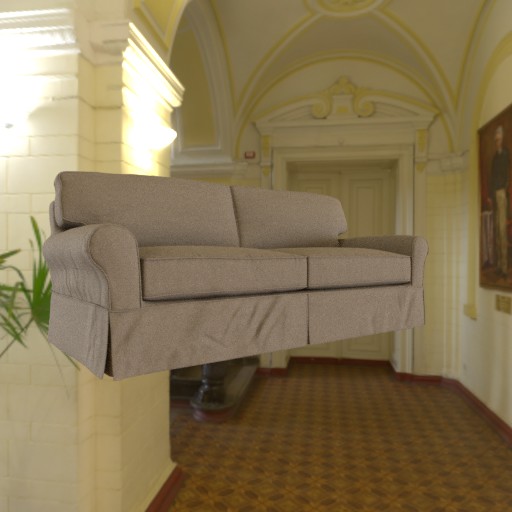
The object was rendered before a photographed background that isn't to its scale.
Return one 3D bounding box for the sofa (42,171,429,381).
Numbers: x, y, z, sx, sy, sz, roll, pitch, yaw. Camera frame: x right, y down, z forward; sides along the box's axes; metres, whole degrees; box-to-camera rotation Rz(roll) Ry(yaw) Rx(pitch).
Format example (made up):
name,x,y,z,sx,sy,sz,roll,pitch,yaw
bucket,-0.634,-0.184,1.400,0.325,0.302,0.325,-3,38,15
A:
name,x,y,z,sx,sy,sz,roll,pitch,yaw
sofa,0.000,0.000,2.683,2.248,0.943,0.991,0,1,-37
